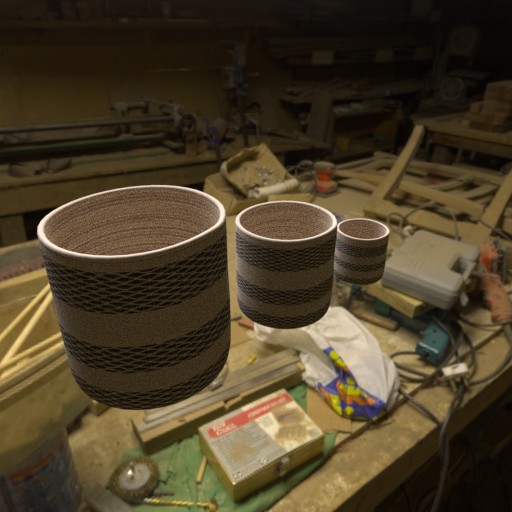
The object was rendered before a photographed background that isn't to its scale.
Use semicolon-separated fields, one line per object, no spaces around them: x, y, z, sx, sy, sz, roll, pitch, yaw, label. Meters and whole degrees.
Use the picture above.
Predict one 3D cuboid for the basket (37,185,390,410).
0.000;0.000;1.075;0.917;0.356;0.351;-18;32;-31;basket
